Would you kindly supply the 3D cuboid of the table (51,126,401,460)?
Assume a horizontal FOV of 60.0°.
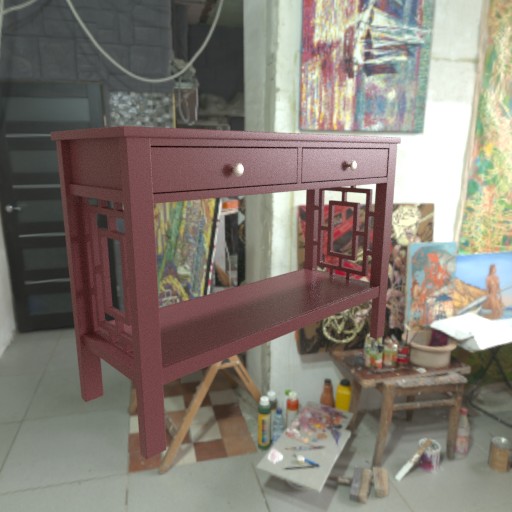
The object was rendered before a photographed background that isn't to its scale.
[{"bbox_3d":[0.000,0.000,1.433,1.068,0.753,0.397,-12,18,-42],"label":"table"}]
